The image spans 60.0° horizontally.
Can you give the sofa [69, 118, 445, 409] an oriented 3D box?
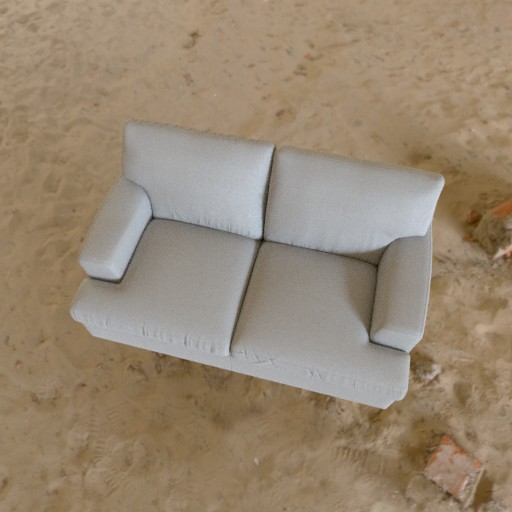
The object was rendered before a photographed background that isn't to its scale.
[{"bbox_3d":[0.000,0.000,2.509,1.880,0.940,1.143,12,59,7],"label":"sofa"}]
